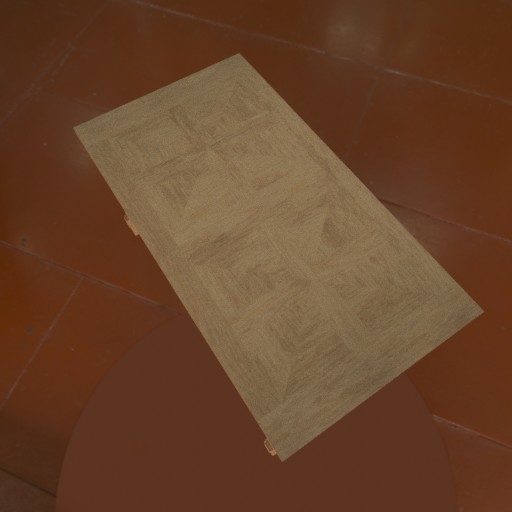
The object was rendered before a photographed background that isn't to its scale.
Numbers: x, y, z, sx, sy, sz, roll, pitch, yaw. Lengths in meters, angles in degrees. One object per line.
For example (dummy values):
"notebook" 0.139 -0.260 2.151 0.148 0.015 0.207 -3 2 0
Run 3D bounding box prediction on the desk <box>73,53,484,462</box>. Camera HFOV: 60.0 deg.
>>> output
"desk" 0.000 0.000 1.983 0.813 0.762 1.499 -31 67 -15
